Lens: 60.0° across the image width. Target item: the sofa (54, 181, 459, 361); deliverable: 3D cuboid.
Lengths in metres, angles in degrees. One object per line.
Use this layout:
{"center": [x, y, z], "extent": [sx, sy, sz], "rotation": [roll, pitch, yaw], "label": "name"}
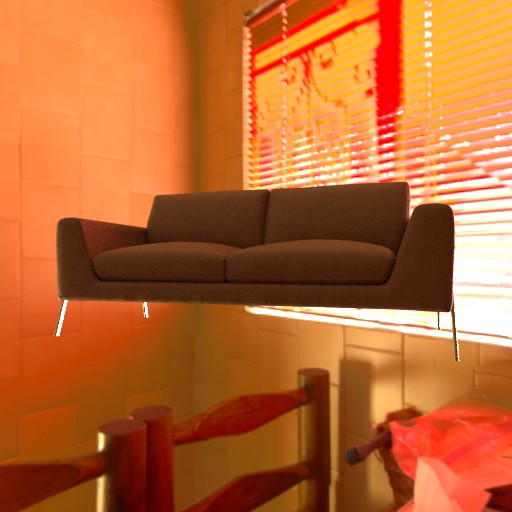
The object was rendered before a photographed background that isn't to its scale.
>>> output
{"center": [0.000, 0.000, 2.539], "extent": [2.017, 0.875, 0.953], "rotation": [0, -1, 18], "label": "sofa"}
